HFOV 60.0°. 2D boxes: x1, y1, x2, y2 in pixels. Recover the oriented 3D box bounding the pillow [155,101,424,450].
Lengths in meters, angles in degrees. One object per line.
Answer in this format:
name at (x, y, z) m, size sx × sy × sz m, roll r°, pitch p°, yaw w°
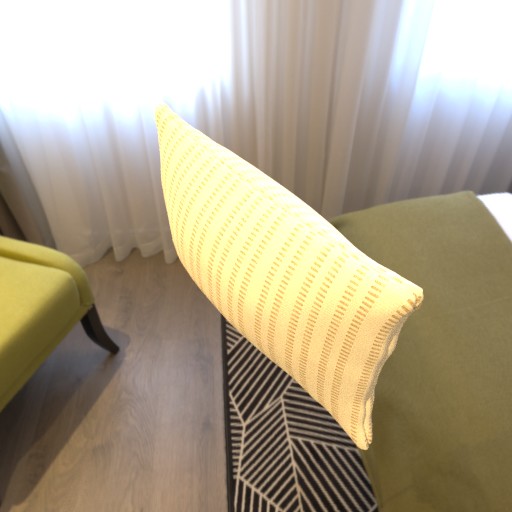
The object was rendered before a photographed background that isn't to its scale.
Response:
pillow at (0.000, 0.000, 0.785) m, size 0.210 × 0.353 × 0.640 m, roll -26°, pitch 48°, yaw -26°
